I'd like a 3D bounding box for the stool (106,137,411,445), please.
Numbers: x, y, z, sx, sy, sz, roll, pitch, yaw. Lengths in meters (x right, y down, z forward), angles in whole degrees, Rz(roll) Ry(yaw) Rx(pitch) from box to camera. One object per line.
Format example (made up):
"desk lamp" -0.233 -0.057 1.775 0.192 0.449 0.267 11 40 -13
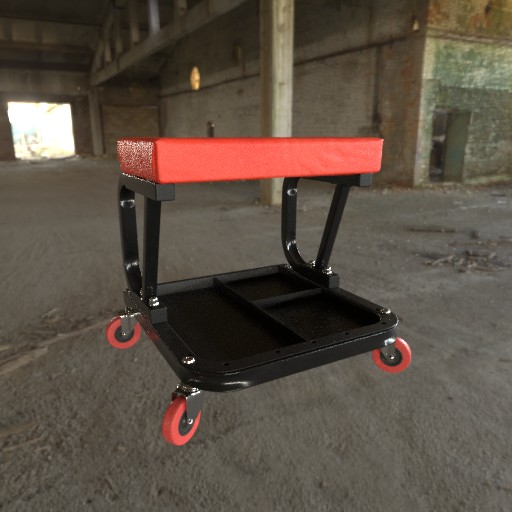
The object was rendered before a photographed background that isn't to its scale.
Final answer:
"stool" 0.000 0.000 0.734 0.446 0.380 0.371 -8 17 -28
